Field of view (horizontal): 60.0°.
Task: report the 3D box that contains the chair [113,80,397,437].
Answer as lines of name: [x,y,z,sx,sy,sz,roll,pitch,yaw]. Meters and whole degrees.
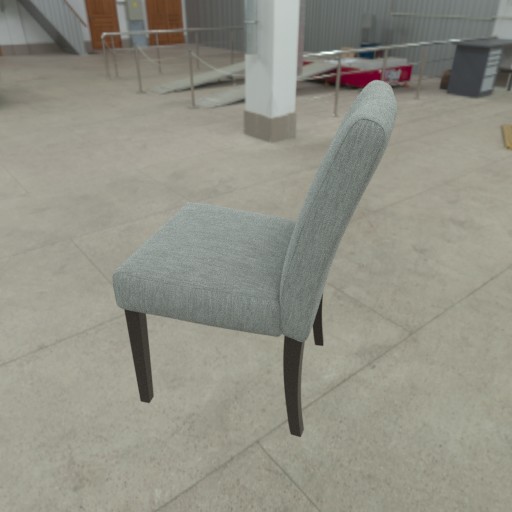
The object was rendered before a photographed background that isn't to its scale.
chair: [0.000,0.000,1.233,0.629,0.884,0.487,8,31,14]
